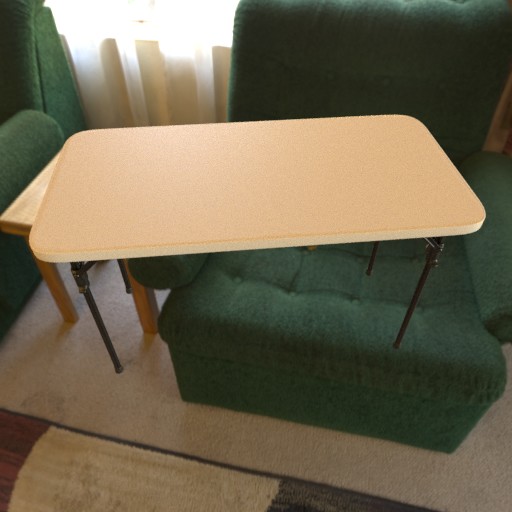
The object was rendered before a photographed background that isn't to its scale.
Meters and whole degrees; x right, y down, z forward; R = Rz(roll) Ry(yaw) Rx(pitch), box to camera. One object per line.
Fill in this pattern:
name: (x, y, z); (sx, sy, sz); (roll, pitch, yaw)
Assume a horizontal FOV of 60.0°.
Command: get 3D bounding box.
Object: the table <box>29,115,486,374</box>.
table: (0.000, 0.000, 1.597); (1.219, 0.729, 0.610); (-4, 45, -4)
